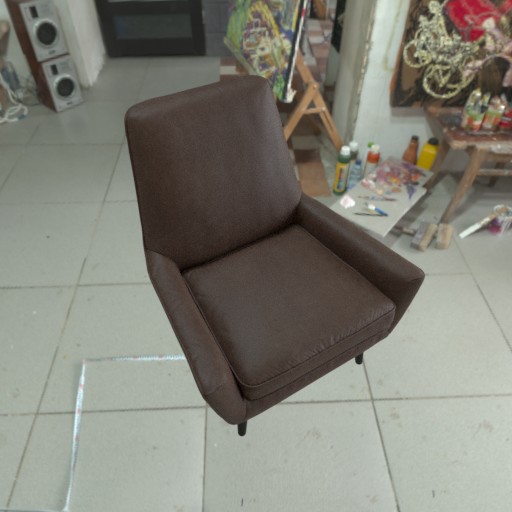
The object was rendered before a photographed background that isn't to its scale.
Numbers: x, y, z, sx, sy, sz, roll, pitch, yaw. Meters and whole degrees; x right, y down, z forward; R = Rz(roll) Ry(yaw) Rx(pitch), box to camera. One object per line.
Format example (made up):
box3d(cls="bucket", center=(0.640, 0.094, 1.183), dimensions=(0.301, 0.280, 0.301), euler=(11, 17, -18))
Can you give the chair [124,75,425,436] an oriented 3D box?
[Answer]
box3d(cls="chair", center=(0.000, 0.000, 1.506), dimensions=(0.787, 0.888, 0.824), euler=(-24, 50, -22))
